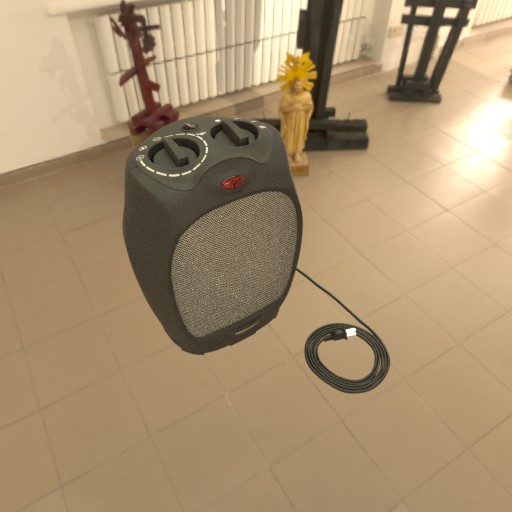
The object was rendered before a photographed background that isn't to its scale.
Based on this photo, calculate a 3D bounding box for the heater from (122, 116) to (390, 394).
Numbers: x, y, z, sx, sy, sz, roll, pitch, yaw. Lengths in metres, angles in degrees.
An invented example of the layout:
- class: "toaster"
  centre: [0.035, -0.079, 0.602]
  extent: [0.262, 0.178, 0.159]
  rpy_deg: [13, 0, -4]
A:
- class: "heater"
  centre: [0.000, 0.000, 0.474]
  extent: [0.239, 0.255, 0.291]
  rpy_deg: [-24, 50, -22]
